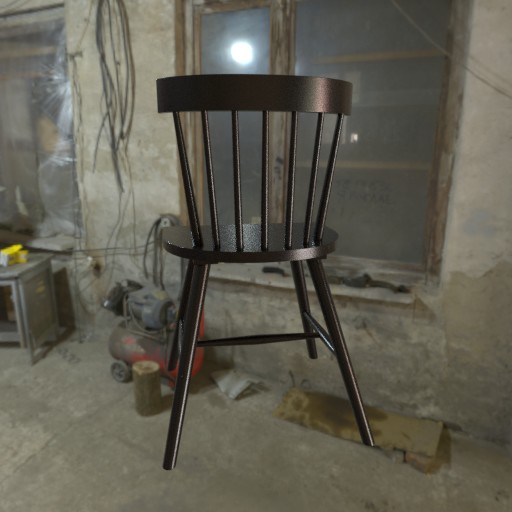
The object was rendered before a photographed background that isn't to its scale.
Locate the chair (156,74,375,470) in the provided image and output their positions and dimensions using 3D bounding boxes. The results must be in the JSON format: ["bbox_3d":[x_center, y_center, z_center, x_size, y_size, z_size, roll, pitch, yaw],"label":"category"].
[{"bbox_3d":[0.000,0.000,1.152,0.506,0.844,0.483,-2,14,-10],"label":"chair"}]
